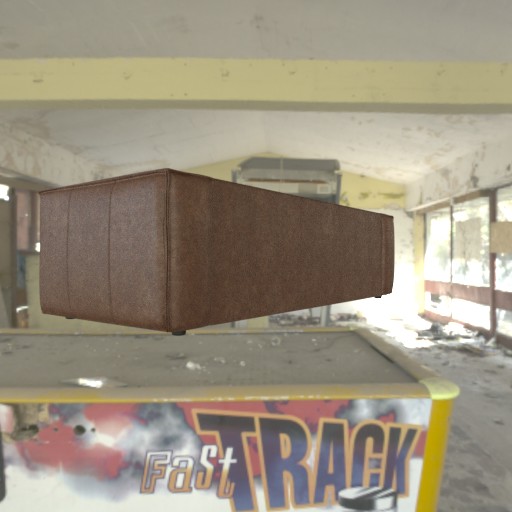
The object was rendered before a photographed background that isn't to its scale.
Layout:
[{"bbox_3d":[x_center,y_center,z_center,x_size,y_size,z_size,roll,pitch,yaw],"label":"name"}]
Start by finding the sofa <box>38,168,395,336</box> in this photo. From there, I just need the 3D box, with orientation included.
[{"bbox_3d":[0.000,0.000,3.079,1.102,0.701,2.581,0,0,37],"label":"sofa"}]
